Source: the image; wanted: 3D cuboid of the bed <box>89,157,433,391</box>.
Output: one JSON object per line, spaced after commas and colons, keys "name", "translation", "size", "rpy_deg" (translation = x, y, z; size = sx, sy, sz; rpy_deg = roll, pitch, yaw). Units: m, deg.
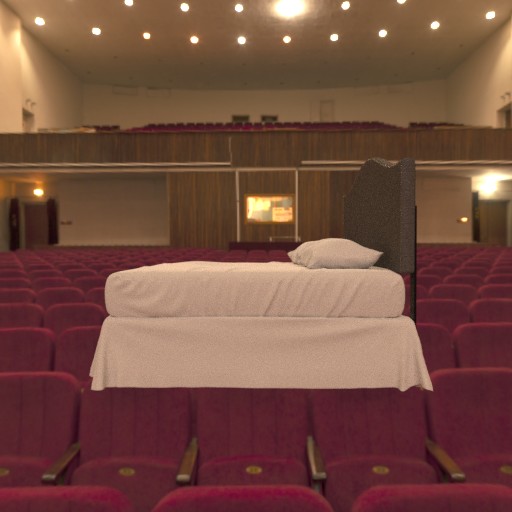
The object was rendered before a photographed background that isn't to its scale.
{"name": "bed", "translation": [0.000, 0.000, 3.817], "size": [2.219, 1.651, 2.314], "rpy_deg": [0, 1, 0]}
